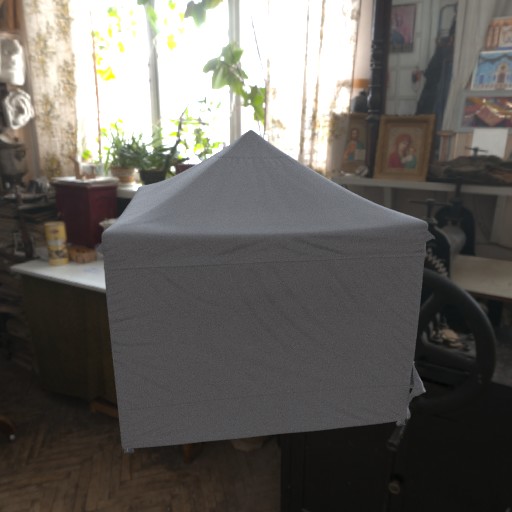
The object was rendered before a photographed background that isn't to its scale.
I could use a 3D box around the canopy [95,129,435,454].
[{"bbox_3d":[0.000,0.000,5.460,3.121,2.997,3.043,-2,17,-8],"label":"canopy"}]
